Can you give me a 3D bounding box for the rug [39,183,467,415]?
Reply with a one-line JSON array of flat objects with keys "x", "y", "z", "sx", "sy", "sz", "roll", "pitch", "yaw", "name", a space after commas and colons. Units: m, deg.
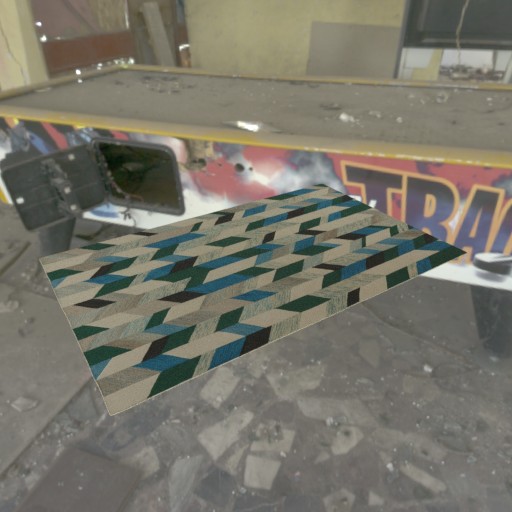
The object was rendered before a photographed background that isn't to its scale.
[{"x": 0.000, "y": 0.000, "z": 2.952, "sx": 2.433, "sy": 0.007, "sz": 1.507, "roll": -19, "pitch": 36, "yaw": -28, "name": "rug"}]
